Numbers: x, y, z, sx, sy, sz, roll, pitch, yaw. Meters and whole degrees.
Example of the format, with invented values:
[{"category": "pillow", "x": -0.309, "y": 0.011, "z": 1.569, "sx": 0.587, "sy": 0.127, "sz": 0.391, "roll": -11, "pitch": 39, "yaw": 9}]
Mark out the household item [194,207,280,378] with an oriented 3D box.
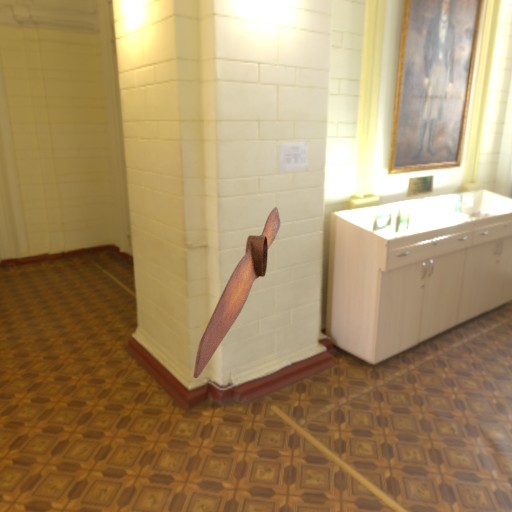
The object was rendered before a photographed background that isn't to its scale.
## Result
[{"category": "household item", "x": 0.000, "y": 0.000, "z": 1.237, "sx": 0.051, "sy": 0.121, "sz": 1.181, "roll": 2, "pitch": 16, "yaw": 9}]
